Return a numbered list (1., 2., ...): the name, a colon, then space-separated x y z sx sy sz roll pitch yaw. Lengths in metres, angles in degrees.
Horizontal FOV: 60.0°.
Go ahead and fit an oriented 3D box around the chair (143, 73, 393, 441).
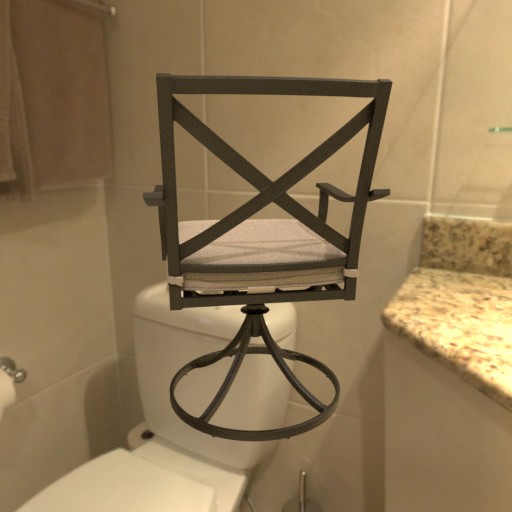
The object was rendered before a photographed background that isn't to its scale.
1. chair: 0.000 0.000 1.280 0.575 0.889 0.620 -2 14 -9
